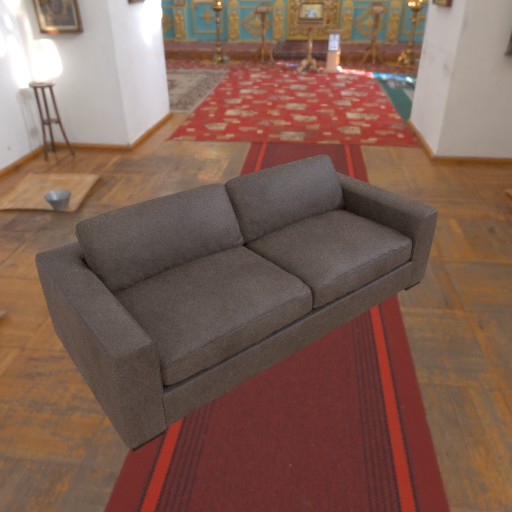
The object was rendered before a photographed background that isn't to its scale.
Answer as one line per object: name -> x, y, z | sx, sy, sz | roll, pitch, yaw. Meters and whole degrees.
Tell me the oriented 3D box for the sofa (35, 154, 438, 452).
sofa -> 0.000, 0.000, 2.731 | 2.262, 0.801, 1.070 | -22, 37, -32
